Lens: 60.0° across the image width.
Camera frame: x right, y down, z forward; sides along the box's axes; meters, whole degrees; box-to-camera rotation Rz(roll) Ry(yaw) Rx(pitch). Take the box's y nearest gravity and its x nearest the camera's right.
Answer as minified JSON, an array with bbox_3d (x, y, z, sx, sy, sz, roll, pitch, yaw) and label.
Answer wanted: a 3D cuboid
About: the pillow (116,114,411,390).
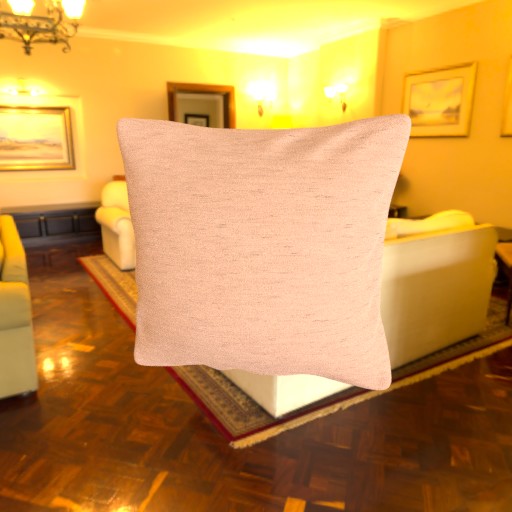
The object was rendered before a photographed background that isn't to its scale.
[{"bbox_3d":[0.000,0.000,0.686,0.432,0.415,0.246,3,15,11],"label":"pillow"}]
